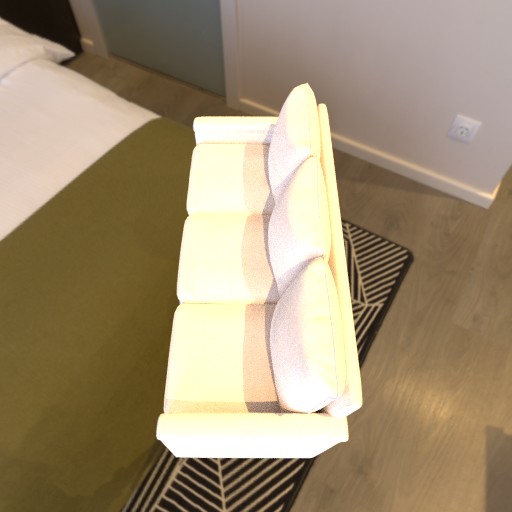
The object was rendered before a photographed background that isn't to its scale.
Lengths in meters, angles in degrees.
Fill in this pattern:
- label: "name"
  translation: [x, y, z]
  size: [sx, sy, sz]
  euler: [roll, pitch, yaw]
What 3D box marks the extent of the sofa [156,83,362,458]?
- label: "sofa"
  translation: [0.000, 0.000, 2.401]
  size: [0.828, 0.961, 1.925]
  euler: [0, 57, 0]
